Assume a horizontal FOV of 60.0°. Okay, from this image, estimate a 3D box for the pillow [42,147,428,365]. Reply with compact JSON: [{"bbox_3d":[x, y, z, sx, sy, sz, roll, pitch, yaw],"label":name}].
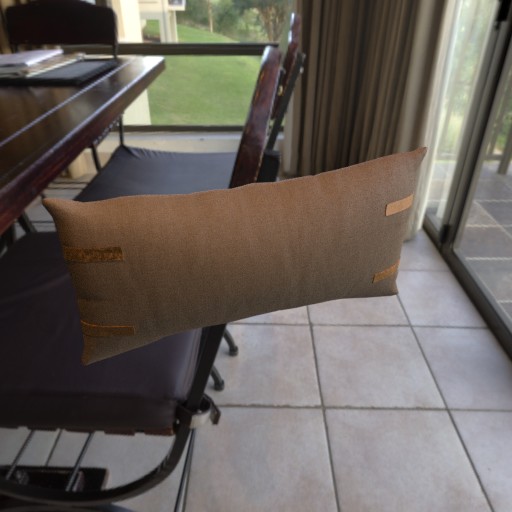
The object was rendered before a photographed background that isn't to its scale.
[{"bbox_3d":[0.000,0.000,0.740,0.612,0.308,0.148,-10,34,-16],"label":"pillow"}]
